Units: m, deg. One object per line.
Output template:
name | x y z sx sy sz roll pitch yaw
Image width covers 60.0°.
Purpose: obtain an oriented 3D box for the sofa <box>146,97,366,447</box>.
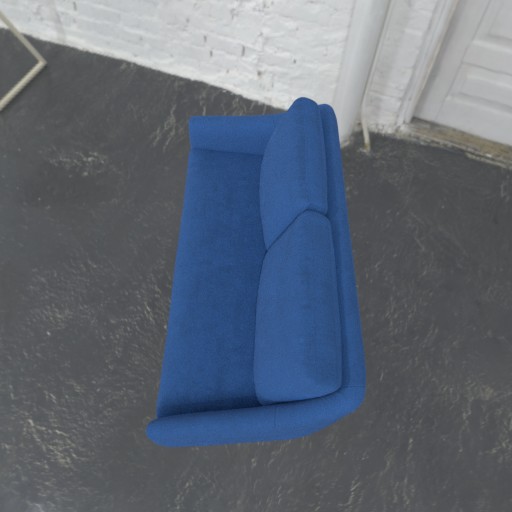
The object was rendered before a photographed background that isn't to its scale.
sofa | 0.000 0.000 2.564 0.960 0.903 2.036 1 59 0
